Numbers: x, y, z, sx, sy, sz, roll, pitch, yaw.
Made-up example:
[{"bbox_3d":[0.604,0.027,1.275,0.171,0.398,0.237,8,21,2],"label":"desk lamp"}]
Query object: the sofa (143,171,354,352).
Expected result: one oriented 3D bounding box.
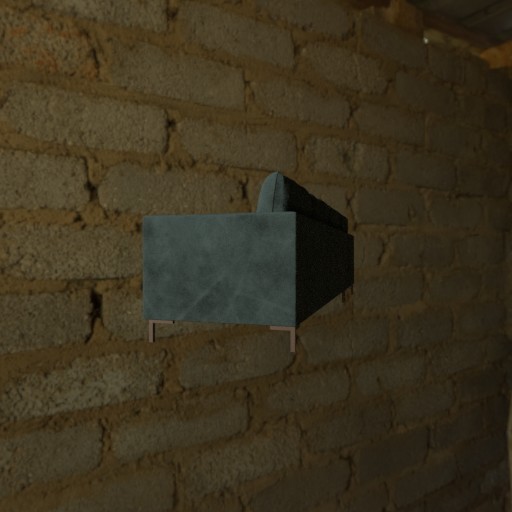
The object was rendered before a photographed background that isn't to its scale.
[{"bbox_3d":[0.000,0.000,4.114,1.500,0.967,3.400,0,0,17],"label":"sofa"}]
